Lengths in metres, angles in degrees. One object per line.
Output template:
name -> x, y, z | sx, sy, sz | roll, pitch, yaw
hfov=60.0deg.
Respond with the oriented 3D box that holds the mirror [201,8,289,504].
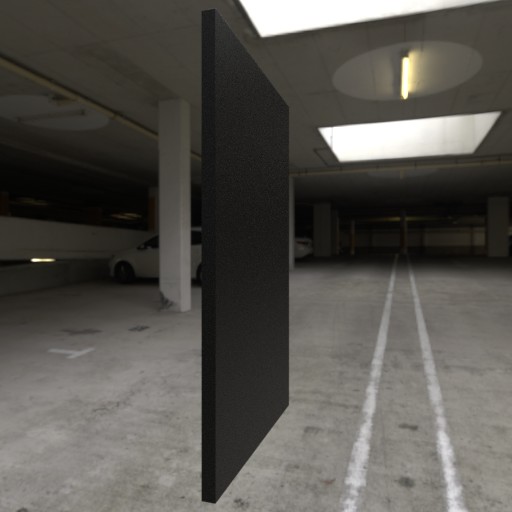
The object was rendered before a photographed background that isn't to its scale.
mirror -> 0.000, 0.000, 1.458 | 0.038, 1.219, 0.762 | 0, 0, 18
